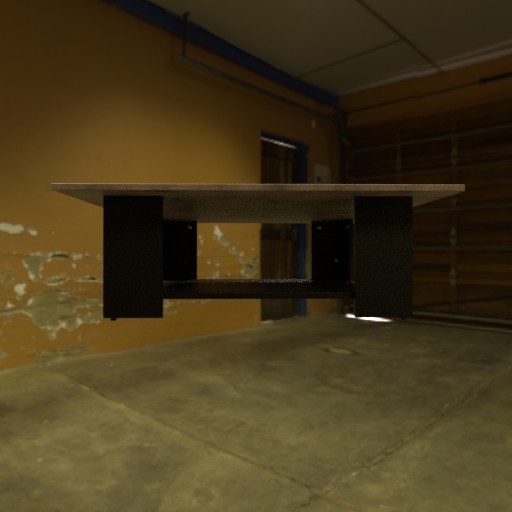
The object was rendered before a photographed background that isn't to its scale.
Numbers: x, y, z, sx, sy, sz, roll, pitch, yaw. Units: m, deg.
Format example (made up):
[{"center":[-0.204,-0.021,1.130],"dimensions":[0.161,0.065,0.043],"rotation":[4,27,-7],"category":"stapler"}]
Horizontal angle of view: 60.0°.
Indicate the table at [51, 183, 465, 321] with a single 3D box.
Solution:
[{"center":[0.000,0.000,1.397],"dimensions":[0.890,0.305,0.890],"rotation":[0,0,-1],"category":"table"}]
